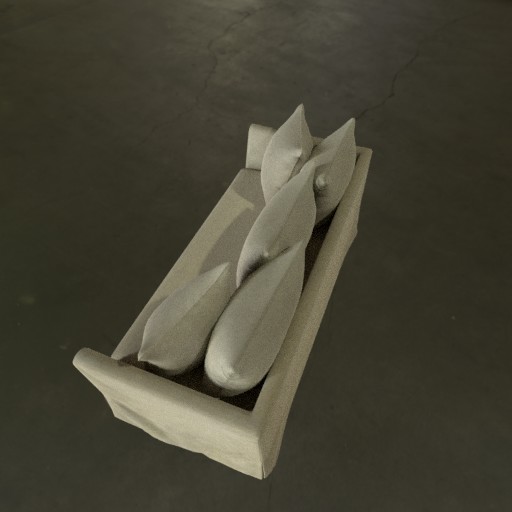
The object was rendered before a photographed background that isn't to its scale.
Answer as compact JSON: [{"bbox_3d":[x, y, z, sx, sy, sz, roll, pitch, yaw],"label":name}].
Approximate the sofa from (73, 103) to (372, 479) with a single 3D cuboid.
[{"bbox_3d":[0.000,0.000,2.855,1.031,1.034,2.290,16,49,15],"label":"sofa"}]
